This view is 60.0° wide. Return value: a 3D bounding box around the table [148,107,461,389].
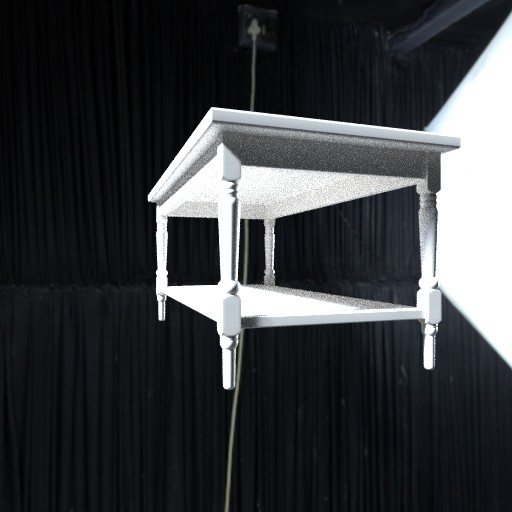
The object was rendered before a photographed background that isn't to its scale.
[{"bbox_3d":[0.000,0.000,1.383,0.550,0.510,1.107,0,-1,-19],"label":"table"}]
